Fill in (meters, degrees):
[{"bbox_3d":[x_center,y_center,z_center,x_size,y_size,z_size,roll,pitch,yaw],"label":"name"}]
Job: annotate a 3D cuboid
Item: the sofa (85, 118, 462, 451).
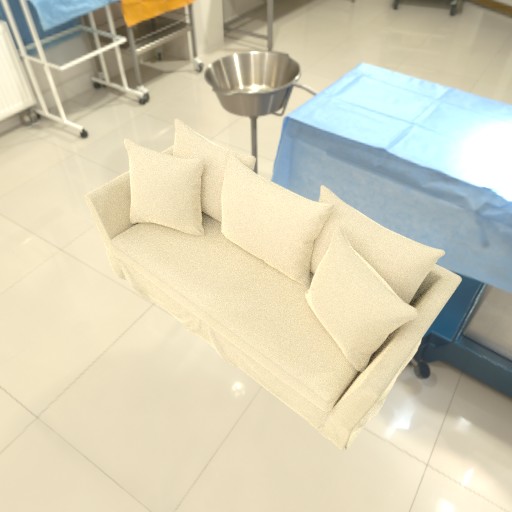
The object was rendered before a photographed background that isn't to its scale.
[{"bbox_3d":[0.000,0.000,2.943,2.290,1.034,1.031,32,54,27],"label":"sofa"}]
